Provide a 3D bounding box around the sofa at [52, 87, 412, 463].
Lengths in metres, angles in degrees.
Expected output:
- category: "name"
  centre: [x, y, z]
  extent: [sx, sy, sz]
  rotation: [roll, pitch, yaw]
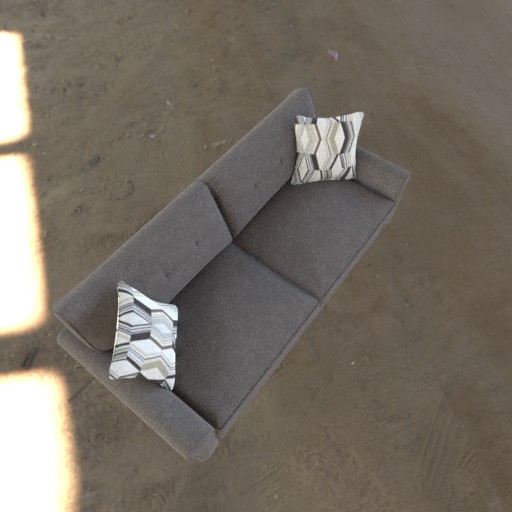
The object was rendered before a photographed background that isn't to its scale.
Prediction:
- category: "sofa"
  centre: [0.000, 0.000, 2.491]
  extent: [0.889, 0.813, 2.032]
  rotation: [33, 64, 19]
